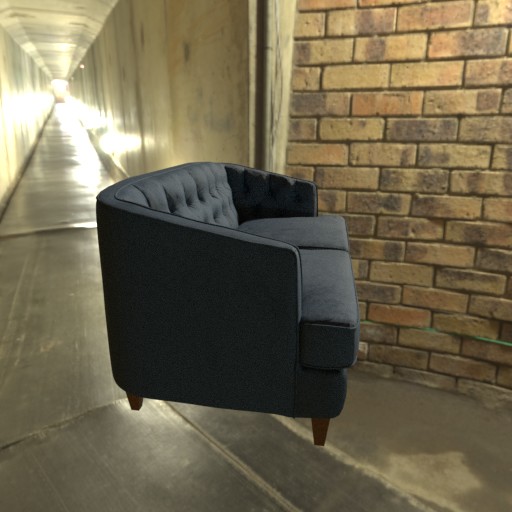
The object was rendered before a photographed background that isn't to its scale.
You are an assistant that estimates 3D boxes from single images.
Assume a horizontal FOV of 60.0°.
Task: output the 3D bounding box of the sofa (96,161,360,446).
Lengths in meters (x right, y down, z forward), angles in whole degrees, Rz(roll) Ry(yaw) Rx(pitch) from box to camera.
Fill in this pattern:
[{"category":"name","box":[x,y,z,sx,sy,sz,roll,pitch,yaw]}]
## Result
[{"category":"sofa","box":[0.000,0.000,2.217,0.941,0.854,1.733,3,17,9]}]
